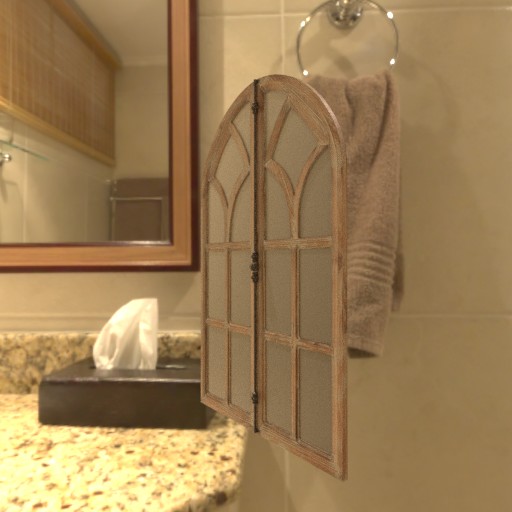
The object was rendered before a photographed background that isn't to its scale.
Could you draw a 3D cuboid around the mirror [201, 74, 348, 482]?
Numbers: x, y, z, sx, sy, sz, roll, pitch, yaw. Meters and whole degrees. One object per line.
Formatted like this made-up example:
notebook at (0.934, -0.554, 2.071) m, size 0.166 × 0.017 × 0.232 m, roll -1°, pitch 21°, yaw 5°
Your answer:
mirror at (0.000, 0.000, 1.148) m, size 0.032 × 0.915 × 0.609 m, roll 0°, pitch -1°, yaw -35°
